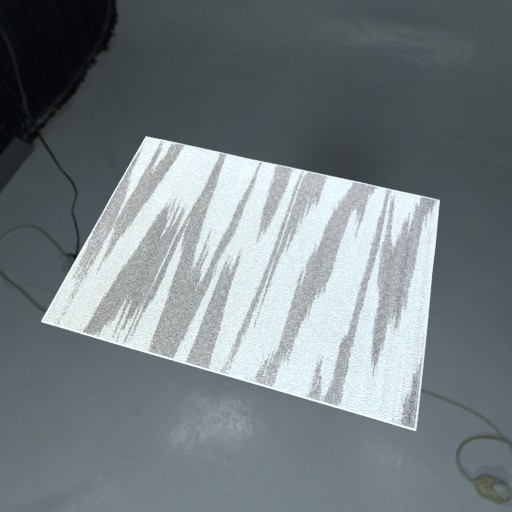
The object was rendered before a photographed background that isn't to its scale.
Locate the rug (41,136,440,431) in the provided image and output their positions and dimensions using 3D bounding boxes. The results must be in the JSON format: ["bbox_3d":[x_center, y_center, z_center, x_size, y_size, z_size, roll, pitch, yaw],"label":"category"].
[{"bbox_3d":[0.000,0.000,2.772,2.142,0.010,1.533,14,61,8],"label":"rug"}]
